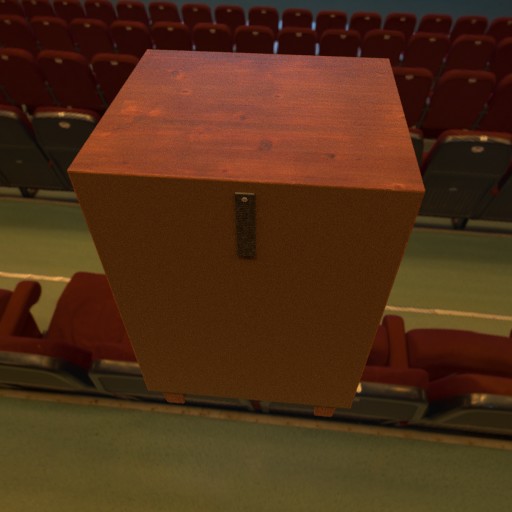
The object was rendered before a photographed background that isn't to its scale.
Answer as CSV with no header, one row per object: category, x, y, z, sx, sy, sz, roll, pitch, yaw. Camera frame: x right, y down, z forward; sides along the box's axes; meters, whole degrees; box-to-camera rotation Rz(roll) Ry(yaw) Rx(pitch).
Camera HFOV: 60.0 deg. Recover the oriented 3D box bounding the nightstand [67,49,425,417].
nightstand,0.000,0.000,0.958,0.465,0.695,0.410,4,46,4
